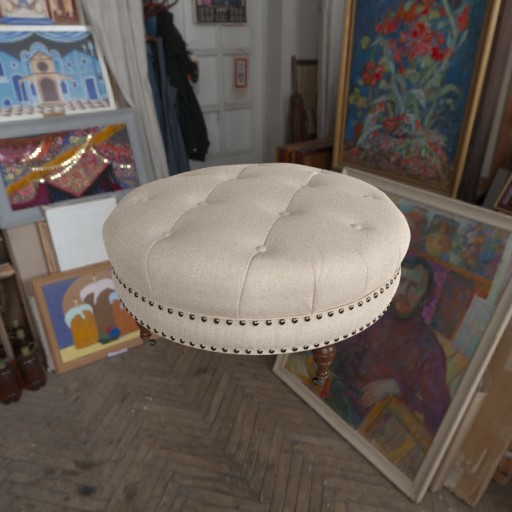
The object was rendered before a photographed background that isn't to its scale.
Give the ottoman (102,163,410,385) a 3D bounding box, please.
[{"bbox_3d":[0.000,0.000,1.472,0.940,0.483,0.940,0,26,0],"label":"ottoman"}]
